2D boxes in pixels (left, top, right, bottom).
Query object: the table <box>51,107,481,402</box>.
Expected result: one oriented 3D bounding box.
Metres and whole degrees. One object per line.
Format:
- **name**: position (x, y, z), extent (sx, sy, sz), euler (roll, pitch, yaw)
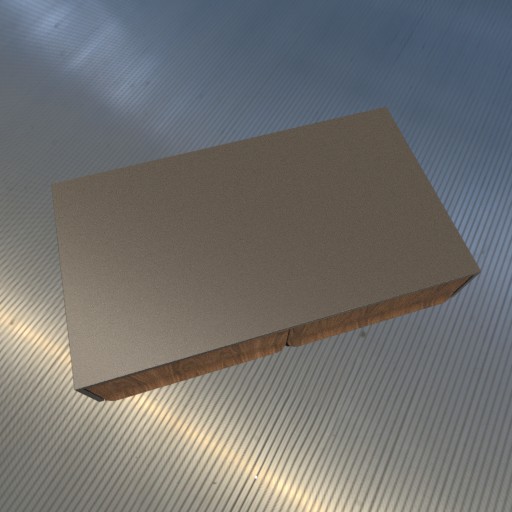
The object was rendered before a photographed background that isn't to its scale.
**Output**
- **table**: position (0.000, 0.000, 1.568), extent (1.201, 0.404, 0.703), euler (-15, 64, -7)
